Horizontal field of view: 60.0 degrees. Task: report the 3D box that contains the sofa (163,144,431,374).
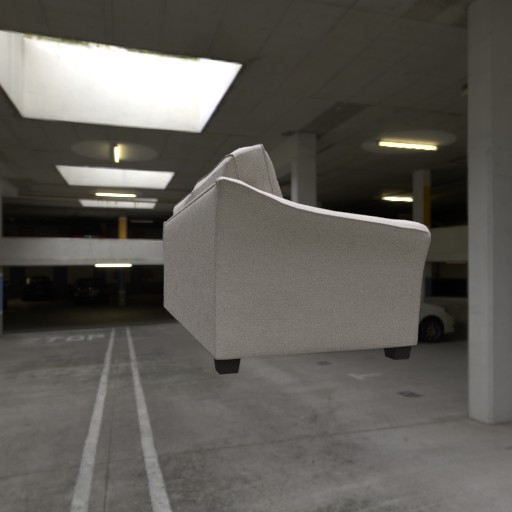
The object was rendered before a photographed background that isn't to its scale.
[{"bbox_3d":[0.000,0.000,2.861,0.980,0.965,2.270,0,-1,-17],"label":"sofa"}]
